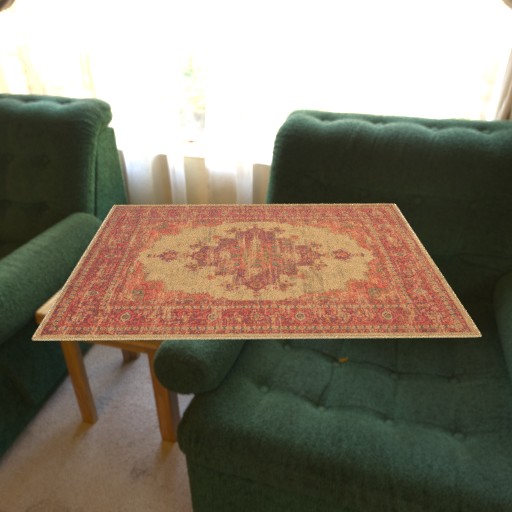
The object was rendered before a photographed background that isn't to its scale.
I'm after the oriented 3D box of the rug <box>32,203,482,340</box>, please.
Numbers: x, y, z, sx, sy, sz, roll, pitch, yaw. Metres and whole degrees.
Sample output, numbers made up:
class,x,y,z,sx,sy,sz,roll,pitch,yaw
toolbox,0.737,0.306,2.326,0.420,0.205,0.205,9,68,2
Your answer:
class,x,y,z,sx,sy,sz,roll,pitch,yaw
rug,0.000,0.000,2.849,2.232,0.011,1.555,0,32,-1
